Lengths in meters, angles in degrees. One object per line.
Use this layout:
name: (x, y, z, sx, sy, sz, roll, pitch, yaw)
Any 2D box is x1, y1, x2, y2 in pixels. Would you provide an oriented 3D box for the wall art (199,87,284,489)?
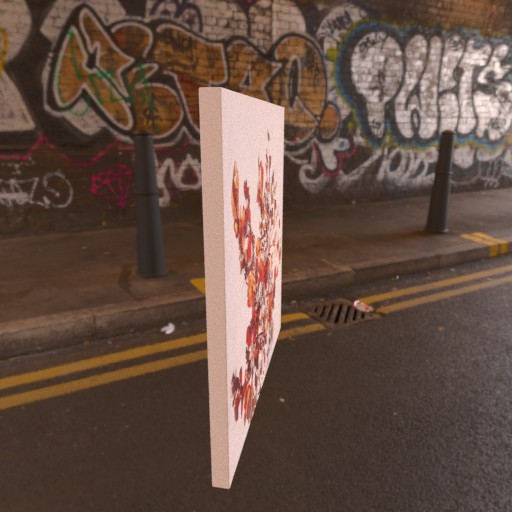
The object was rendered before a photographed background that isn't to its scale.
wall art: (0.000, 0.000, 1.524, 0.049, 1.009, 1.009, 3, 17, 10)
